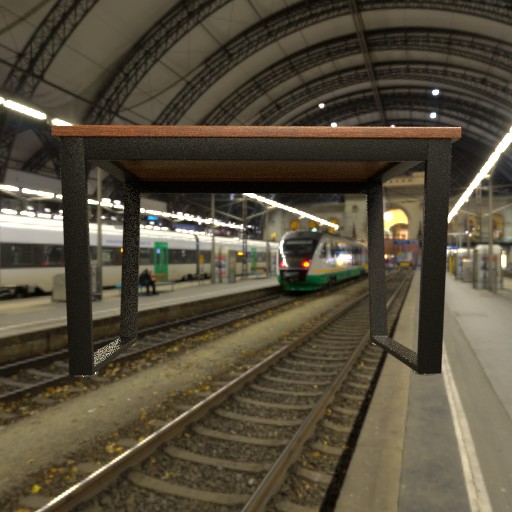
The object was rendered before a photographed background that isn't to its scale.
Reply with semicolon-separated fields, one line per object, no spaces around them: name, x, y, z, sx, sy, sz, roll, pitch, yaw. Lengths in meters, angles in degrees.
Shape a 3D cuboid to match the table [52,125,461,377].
table;0.000;0.000;1.657;1.205;0.760;0.714;0;0;-1
